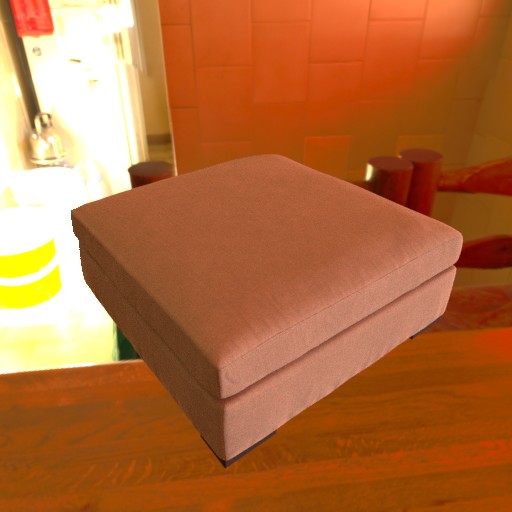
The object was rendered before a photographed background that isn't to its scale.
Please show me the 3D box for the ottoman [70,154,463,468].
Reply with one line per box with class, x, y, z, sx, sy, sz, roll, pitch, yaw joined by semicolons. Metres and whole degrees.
ottoman;0.000;0.000;1.862;1.171;0.517;1.203;-22;38;-31
